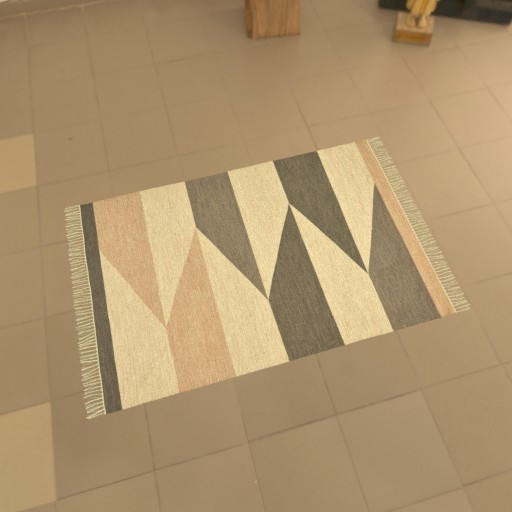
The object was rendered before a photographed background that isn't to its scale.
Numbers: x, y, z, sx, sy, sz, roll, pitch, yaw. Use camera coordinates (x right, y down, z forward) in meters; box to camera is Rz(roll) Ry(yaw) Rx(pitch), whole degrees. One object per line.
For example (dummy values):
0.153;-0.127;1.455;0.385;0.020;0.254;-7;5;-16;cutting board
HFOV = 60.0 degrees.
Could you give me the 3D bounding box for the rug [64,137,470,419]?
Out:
0.000;0.000;2.468;2.021;0.027;1.224;-14;64;-7;rug
